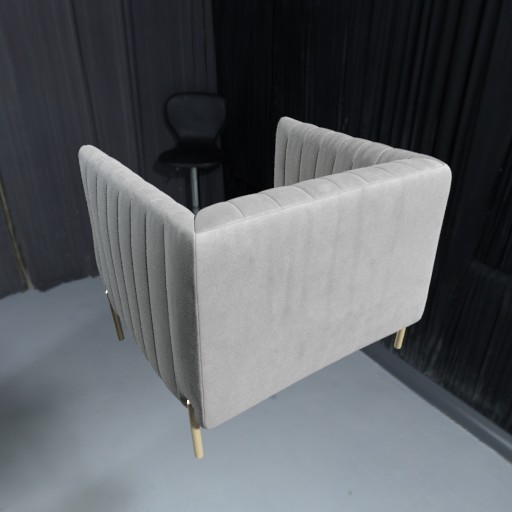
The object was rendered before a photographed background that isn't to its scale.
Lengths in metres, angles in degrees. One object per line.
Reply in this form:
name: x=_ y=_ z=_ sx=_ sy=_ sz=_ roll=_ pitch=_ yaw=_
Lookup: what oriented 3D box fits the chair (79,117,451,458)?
chair: x=0.000 y=0.000 z=1.624 sx=0.981 sy=0.779 sz=0.873 roll=-18 pitch=33 yaw=-29
